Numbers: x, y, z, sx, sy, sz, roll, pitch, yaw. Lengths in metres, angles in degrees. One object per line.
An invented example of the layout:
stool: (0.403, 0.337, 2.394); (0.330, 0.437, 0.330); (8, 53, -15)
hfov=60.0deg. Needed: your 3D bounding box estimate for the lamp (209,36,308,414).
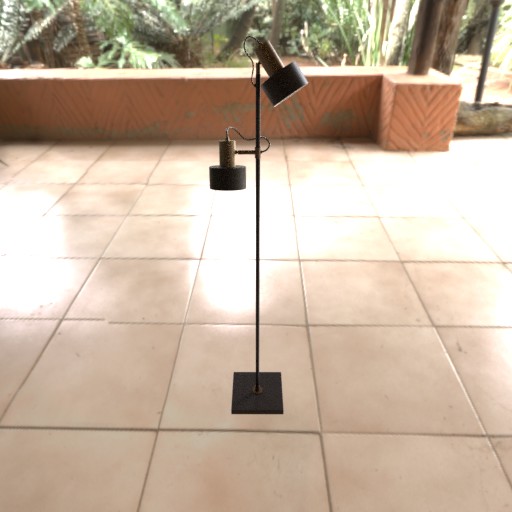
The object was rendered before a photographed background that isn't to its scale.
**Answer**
lamp: (0.000, 0.000, 1.686); (0.315, 1.505, 0.233); (0, 31, 0)
